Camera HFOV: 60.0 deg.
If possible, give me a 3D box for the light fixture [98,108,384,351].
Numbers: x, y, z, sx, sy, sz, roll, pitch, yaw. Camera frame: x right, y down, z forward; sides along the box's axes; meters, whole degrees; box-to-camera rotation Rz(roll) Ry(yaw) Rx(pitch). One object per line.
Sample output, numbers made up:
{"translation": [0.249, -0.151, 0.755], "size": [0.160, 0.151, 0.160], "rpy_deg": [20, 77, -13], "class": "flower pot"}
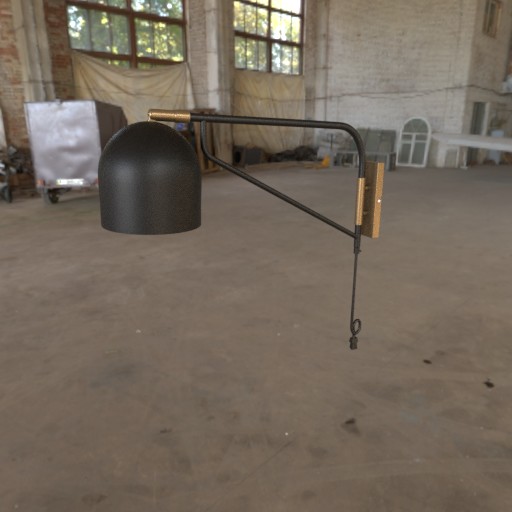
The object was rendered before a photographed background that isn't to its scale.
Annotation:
{"translation": [0.000, 0.000, 1.113], "size": [0.720, 0.696, 0.215], "rpy_deg": [-8, 18, -25], "class": "light fixture"}
